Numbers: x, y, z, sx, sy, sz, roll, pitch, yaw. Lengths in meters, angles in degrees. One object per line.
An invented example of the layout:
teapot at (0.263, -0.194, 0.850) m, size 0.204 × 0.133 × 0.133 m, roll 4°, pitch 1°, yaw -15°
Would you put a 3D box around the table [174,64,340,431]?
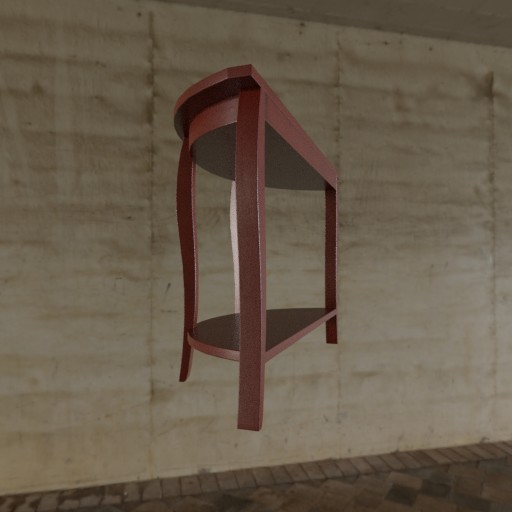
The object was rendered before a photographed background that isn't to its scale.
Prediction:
table at (0.000, 0.000, 1.557) m, size 0.405 × 0.779 × 1.219 m, roll 0°, pitch -1°, yaw 19°
